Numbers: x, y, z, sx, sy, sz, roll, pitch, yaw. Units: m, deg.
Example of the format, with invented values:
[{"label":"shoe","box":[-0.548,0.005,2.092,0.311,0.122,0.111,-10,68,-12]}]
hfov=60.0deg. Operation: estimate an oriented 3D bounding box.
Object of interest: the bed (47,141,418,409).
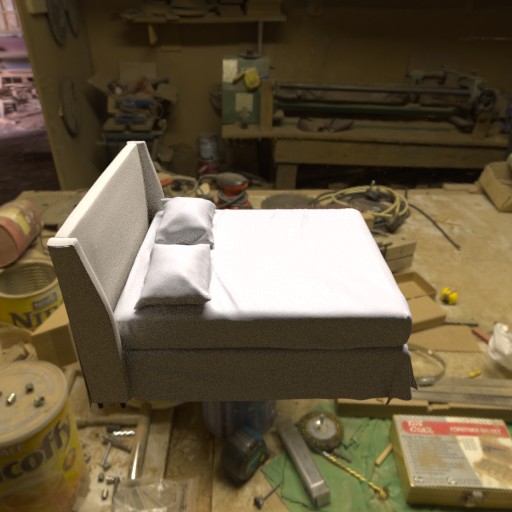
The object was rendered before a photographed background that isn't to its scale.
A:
[{"label":"bed","box":[0.000,0.000,3.497,2.276,1.332,1.925,0,31,-1]}]
